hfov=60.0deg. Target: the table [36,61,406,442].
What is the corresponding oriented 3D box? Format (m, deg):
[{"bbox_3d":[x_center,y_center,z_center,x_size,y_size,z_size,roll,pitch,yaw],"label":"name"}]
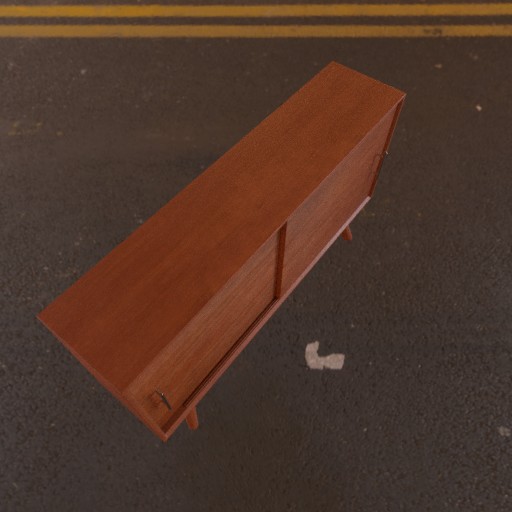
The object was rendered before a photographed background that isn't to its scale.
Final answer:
[{"bbox_3d":[0.000,0.000,1.497,0.308,0.698,1.220,34,63,20],"label":"table"}]
